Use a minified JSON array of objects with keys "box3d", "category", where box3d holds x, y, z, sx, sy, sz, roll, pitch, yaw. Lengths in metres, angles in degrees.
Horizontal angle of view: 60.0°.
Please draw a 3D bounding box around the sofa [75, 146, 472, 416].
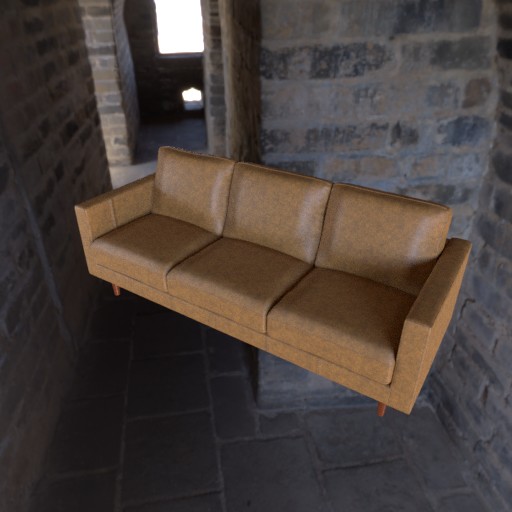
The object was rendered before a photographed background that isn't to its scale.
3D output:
[{"box3d":[0.000,0.000,2.719,2.231,0.930,0.903,18,35,28],"category":"sofa"}]
